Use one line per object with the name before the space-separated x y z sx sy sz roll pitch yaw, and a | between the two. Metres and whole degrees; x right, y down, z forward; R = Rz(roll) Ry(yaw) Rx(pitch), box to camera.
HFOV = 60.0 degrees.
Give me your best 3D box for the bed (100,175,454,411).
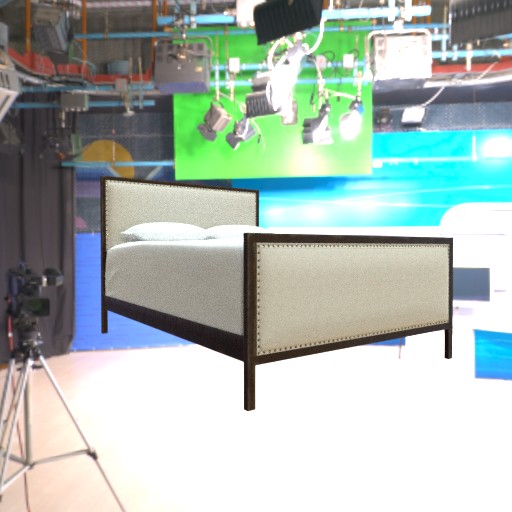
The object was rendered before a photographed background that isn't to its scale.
bed | 0.000 0.000 3.264 1.607 1.313 2.221 -1 1 -35
